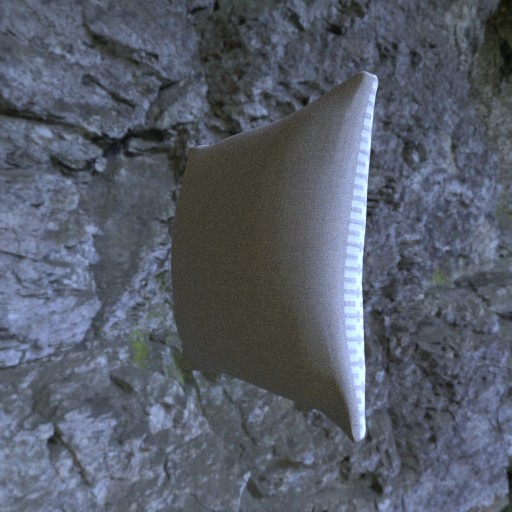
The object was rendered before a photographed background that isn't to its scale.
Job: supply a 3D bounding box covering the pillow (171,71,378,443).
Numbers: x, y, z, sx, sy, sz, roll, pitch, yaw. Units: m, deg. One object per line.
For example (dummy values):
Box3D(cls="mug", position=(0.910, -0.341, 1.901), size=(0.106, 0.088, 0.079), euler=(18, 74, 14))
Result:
Box3D(cls="pillow", position=(0.000, 0.000, 0.782), size=(0.219, 0.491, 0.496), euler=(1, -1, -37))
